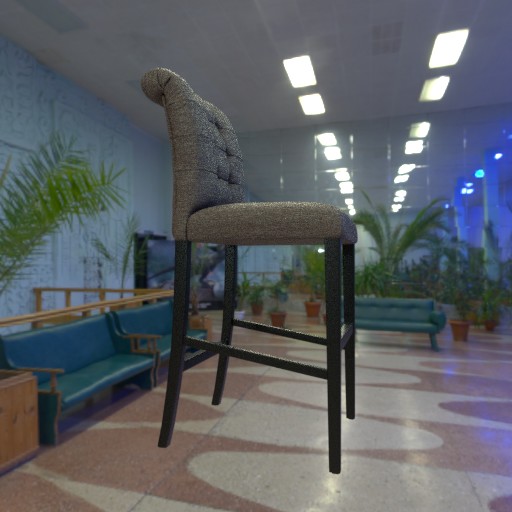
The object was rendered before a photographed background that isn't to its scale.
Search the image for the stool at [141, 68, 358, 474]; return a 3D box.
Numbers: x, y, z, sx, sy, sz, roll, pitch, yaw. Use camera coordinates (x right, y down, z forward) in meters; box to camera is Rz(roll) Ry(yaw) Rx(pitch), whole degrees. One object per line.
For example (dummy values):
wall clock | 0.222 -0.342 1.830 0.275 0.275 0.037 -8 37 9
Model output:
stool | 0.000 0.000 1.437 0.613 1.131 0.452 0 0 18
